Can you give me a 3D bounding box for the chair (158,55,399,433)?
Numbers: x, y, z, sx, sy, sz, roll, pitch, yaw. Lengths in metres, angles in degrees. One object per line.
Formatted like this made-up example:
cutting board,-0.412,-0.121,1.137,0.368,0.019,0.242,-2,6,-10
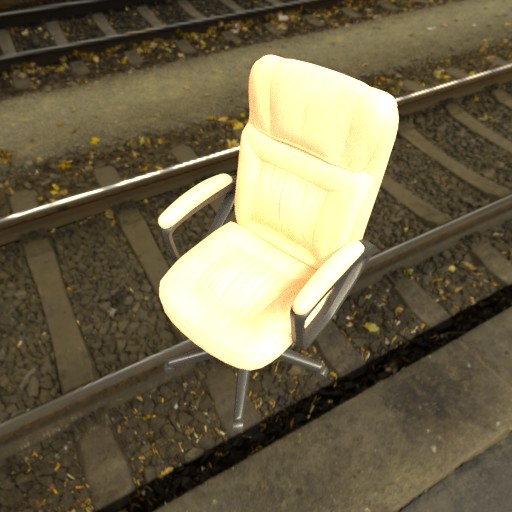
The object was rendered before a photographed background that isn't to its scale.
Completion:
chair,0.000,0.000,1.542,0.667,1.105,0.724,31,53,26
